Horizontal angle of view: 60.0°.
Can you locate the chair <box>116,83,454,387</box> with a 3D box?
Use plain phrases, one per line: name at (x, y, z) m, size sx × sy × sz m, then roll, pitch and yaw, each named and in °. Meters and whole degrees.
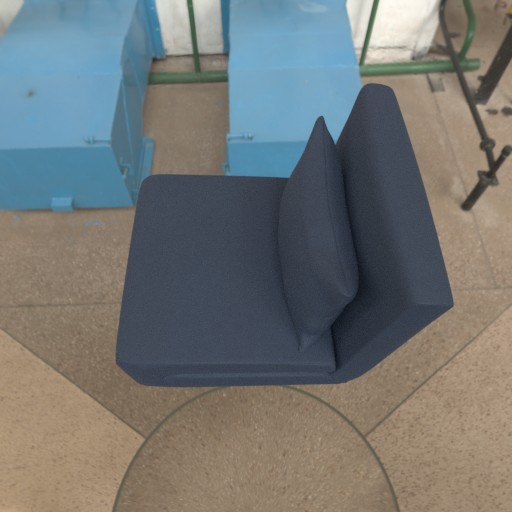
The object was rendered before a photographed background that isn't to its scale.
chair at (0.000, 0.000, 1.507) m, size 0.900 × 0.808 × 0.770 m, roll -1°, pitch 58°, yaw -1°
